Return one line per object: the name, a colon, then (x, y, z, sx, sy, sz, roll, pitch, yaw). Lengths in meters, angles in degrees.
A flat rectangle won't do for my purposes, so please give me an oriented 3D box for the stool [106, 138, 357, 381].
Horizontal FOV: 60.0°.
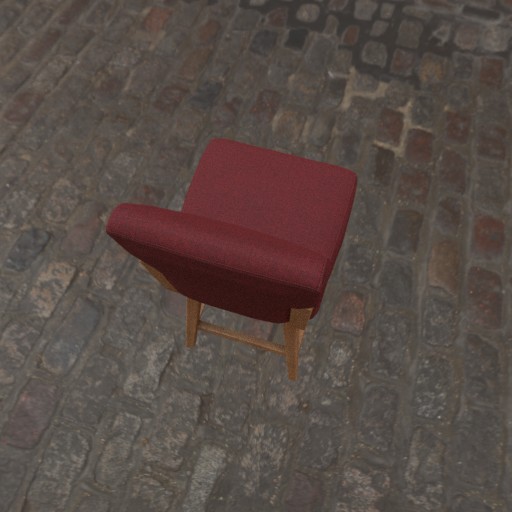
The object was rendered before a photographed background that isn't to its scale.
stool: (0.000, 0.000, 1.329, 0.468, 1.038, 0.562, 16, 64, 8)
